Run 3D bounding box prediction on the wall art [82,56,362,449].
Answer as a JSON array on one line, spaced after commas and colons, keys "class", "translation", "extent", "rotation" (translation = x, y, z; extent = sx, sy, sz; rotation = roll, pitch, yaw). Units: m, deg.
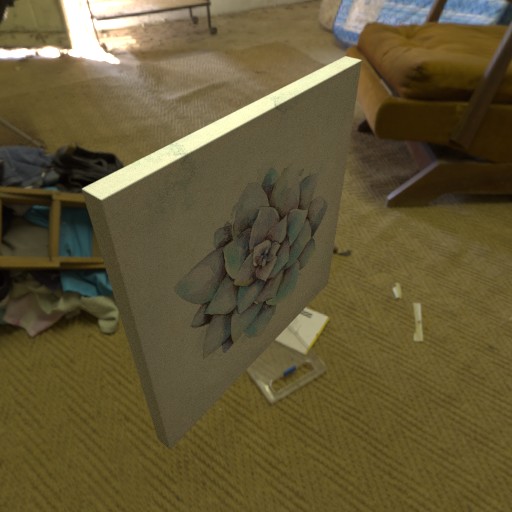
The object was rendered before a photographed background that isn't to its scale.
[{"class": "wall art", "translation": [0.000, 0.000, 0.889], "extent": [0.040, 0.612, 0.612], "rotation": [28, 48, 28]}]
